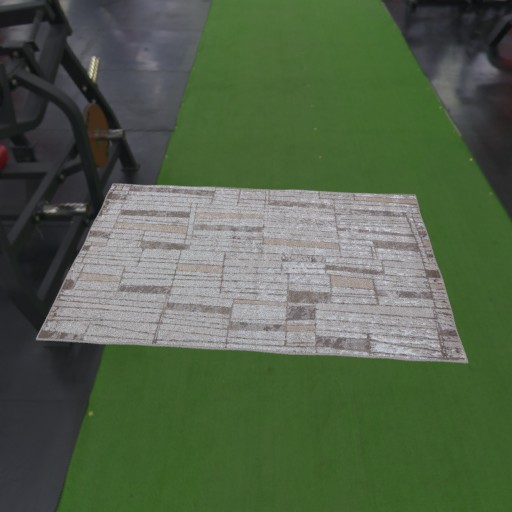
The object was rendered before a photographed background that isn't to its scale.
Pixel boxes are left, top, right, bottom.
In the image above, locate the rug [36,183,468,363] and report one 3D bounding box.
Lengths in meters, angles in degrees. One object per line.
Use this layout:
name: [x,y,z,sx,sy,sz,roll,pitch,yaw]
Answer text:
rug: [0.000,0.000,3.029,2.444,0.023,1.531,3,45,3]
